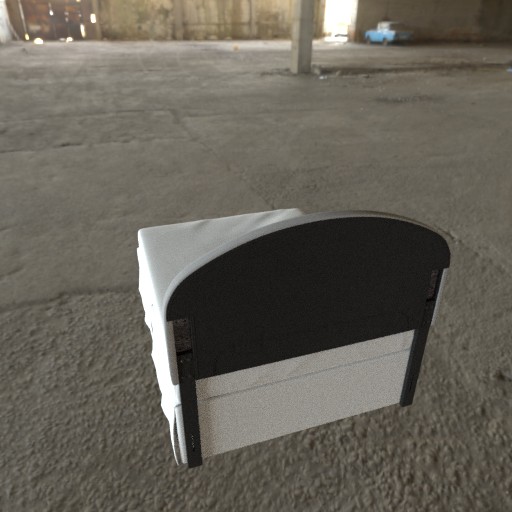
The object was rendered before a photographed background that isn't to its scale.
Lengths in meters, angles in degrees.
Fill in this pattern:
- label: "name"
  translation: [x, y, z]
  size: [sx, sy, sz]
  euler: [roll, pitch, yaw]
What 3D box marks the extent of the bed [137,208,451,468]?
- label: "bed"
  translation: [0.000, 0.000, 3.137]
  size: [1.607, 1.410, 2.005]
  euler: [-9, 30, -16]
